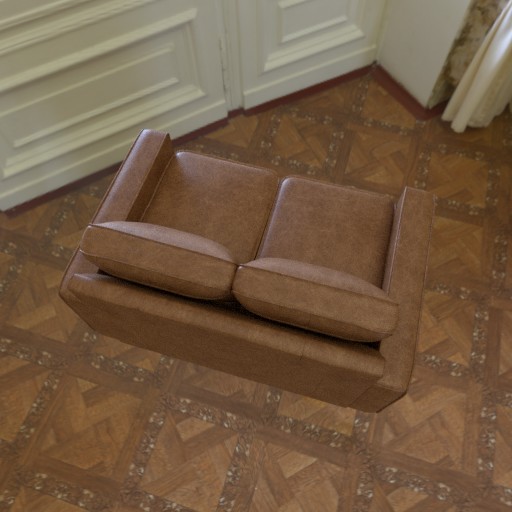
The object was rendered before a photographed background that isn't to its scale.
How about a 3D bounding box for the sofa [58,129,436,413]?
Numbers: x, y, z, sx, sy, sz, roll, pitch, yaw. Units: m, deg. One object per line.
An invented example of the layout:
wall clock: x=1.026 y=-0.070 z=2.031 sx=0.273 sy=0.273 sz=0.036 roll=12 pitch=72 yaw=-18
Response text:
sofa: x=0.000 y=0.000 z=2.123 sx=1.532 sy=0.896 sz=1.020 roll=14 pitch=63 yaw=7
